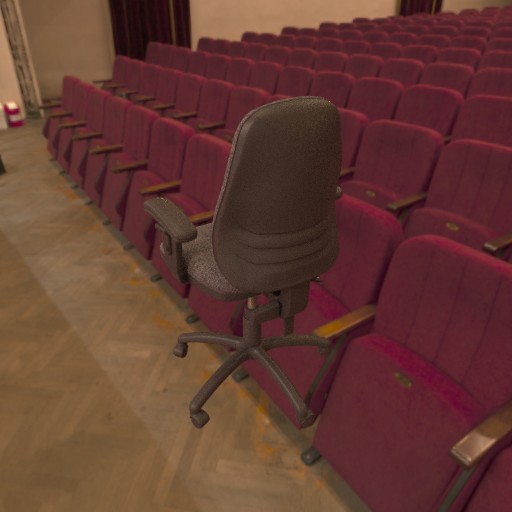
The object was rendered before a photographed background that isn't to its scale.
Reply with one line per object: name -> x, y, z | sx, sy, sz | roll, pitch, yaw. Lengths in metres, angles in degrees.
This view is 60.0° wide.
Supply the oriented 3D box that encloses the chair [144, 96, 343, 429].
chair -> 0.000, 0.000, 1.263 | 0.550, 0.910, 0.530 | -18, 34, -29
